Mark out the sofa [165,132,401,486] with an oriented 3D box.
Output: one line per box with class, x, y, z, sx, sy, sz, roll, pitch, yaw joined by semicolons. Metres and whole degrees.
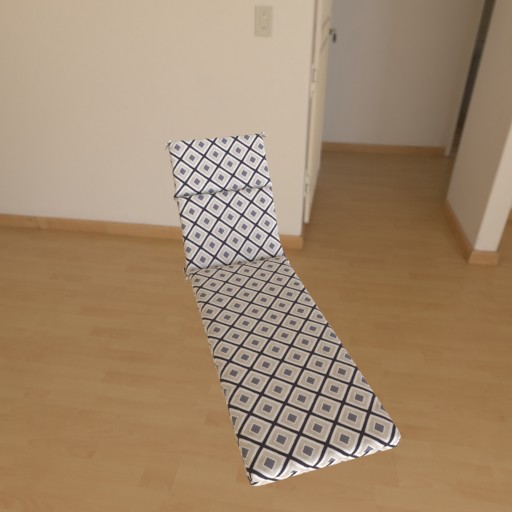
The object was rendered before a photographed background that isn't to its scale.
sofa;0.000;0.000;1.930;0.582;0.622;1.663;-9;33;-14
